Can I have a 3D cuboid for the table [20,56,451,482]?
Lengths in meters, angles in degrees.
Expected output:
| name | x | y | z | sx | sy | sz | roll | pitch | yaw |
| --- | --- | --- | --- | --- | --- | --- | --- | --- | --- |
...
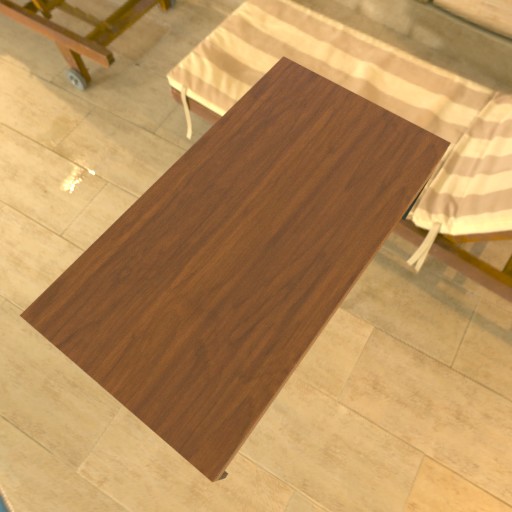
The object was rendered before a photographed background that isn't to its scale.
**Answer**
| name | x | y | z | sx | sy | sz | roll | pitch | yaw |
| --- | --- | --- | --- | --- | --- | --- | --- | --- | --- |
| table | 0.000 | 0.000 | 1.319 | 0.574 | 0.414 | 1.057 | 34 | 69 | 15 |
